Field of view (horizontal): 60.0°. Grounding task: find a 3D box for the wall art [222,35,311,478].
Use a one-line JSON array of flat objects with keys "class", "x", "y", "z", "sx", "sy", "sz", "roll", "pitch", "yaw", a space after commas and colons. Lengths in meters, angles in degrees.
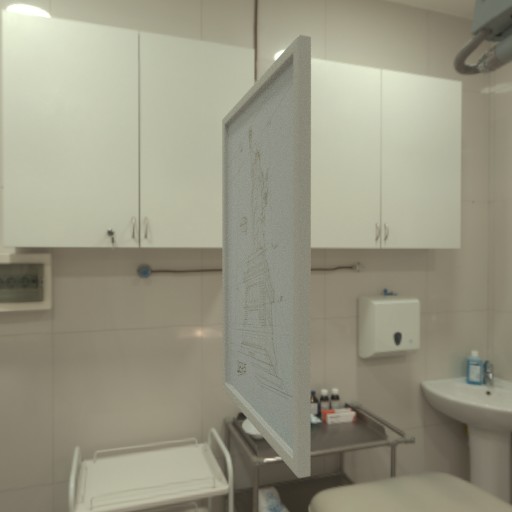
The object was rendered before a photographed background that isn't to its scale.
[{"class": "wall art", "x": 0.000, "y": 0.000, "z": 1.566, "sx": 0.038, "sy": 1.183, "sz": 0.808, "roll": 0, "pitch": 1, "yaw": -19}]
